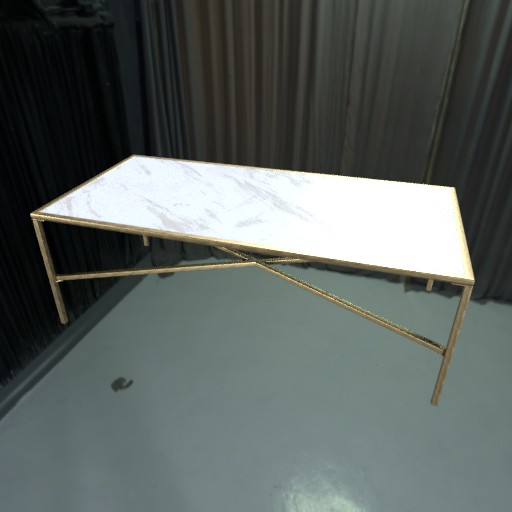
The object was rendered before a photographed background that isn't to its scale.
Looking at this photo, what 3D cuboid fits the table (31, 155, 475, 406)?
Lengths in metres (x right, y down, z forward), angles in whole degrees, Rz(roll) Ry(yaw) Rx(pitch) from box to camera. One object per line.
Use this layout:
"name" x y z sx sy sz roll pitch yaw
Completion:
"table" 0.000 0.000 1.476 1.197 0.405 0.577 9 32 15
